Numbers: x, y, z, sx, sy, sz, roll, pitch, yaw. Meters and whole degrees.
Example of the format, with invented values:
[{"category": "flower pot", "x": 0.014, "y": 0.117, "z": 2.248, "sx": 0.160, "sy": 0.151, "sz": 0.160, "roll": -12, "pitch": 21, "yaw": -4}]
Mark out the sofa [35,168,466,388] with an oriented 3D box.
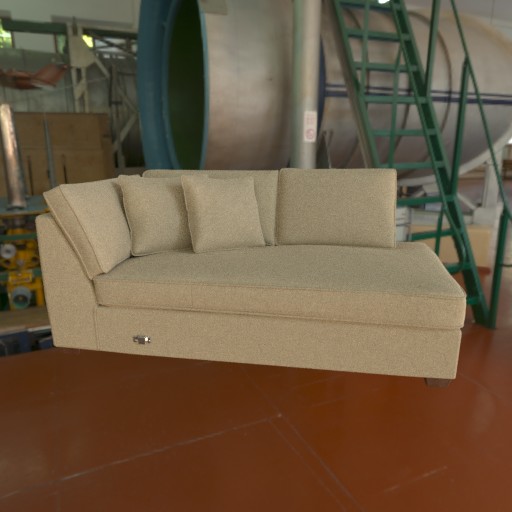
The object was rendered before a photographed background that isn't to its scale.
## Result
[{"category": "sofa", "x": 0.000, "y": 0.000, "z": 2.748, "sx": 2.237, "sy": 1.033, "sz": 1.110, "roll": 2, "pitch": 15, "yaw": 9}]
